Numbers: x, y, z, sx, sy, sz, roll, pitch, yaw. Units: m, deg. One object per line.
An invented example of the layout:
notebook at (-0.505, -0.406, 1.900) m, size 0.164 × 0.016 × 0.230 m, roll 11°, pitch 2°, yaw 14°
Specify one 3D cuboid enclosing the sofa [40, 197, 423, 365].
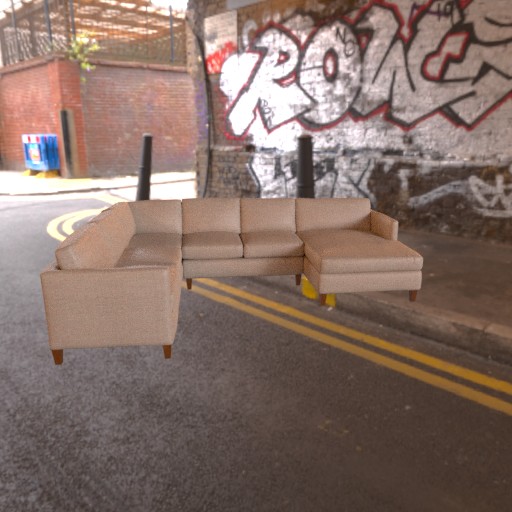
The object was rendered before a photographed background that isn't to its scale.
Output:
sofa at (0.000, 0.000, 4.644) m, size 3.460 × 0.961 × 2.594 m, roll -2°, pitch 15°, yaw -7°
